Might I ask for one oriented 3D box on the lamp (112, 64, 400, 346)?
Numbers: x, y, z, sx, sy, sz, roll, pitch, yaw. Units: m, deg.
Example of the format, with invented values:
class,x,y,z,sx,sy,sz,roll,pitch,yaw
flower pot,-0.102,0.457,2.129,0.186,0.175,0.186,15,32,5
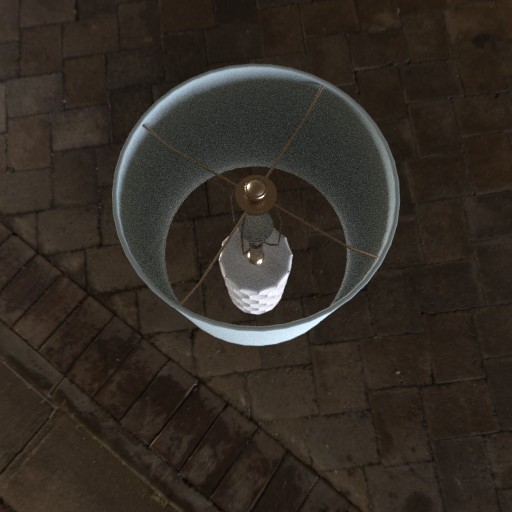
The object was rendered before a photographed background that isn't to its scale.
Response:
class,x,y,z,sx,sy,sz,roll,pitch,yaw
lamp,0.000,0.000,0.686,0.277,0.534,0.277,-20,76,-5
